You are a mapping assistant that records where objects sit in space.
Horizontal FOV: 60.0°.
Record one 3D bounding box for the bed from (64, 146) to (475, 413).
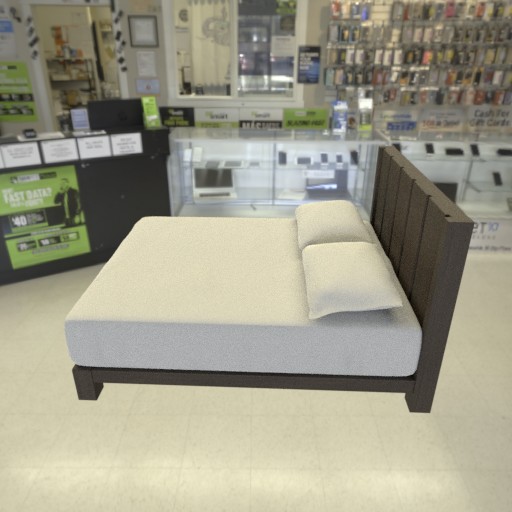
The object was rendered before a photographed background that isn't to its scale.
[{"bbox_3d":[0.000,0.000,3.285,2.242,1.270,1.727,1,26,2],"label":"bed"}]
